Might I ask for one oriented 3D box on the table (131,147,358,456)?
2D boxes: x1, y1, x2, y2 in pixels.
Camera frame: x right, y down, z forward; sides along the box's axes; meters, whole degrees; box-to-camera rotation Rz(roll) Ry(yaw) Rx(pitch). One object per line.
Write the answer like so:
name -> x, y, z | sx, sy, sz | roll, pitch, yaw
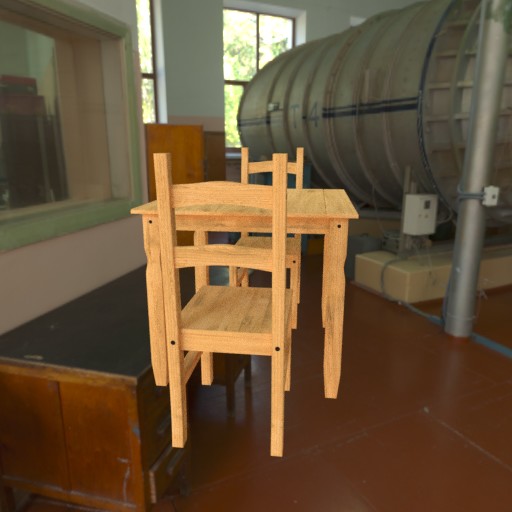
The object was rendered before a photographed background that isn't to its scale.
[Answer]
table -> 0.000, 0.000, 2.016 | 0.813, 0.942, 1.501 | 2, 14, 7
